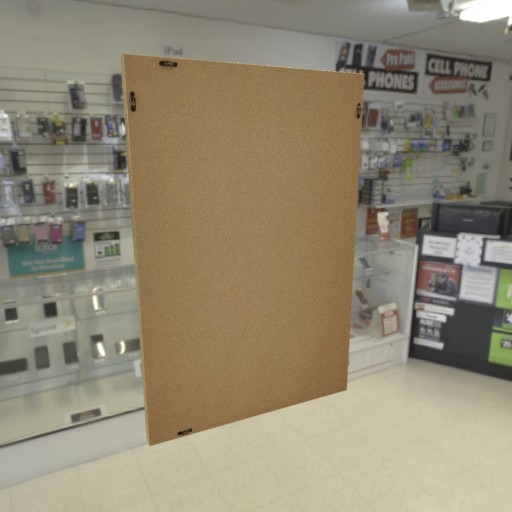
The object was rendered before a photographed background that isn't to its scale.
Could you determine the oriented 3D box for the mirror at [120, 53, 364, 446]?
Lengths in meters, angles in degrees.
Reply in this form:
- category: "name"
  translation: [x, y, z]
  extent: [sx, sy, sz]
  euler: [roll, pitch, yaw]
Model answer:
- category: "mirror"
  translation: [0.000, 0.000, 1.146]
  extent: [0.609, 0.915, 0.040]
  euler: [-7, 16, -25]
